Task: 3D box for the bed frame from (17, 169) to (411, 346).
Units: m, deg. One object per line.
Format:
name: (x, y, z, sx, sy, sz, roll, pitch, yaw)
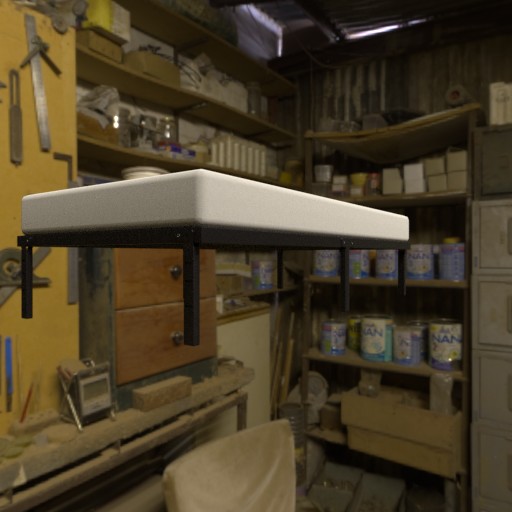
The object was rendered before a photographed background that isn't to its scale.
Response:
bed frame: (0.000, 0.000, 3.122, 1.393, 0.680, 2.635, 0, 0, 36)
